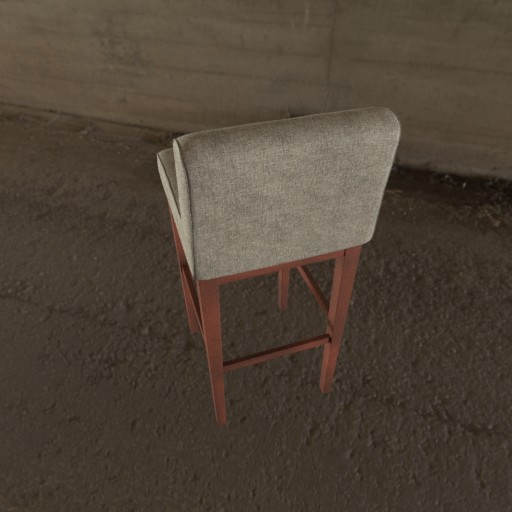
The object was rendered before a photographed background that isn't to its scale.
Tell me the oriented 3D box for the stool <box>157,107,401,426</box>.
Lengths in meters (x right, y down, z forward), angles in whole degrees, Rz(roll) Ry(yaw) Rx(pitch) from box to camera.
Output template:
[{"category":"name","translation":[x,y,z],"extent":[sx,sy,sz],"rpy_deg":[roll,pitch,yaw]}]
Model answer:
[{"category":"stool","translation":[0.000,0.000,1.252],"extent":[0.426,0.965,0.499],"rpy_deg":[-12,42,-14]}]
